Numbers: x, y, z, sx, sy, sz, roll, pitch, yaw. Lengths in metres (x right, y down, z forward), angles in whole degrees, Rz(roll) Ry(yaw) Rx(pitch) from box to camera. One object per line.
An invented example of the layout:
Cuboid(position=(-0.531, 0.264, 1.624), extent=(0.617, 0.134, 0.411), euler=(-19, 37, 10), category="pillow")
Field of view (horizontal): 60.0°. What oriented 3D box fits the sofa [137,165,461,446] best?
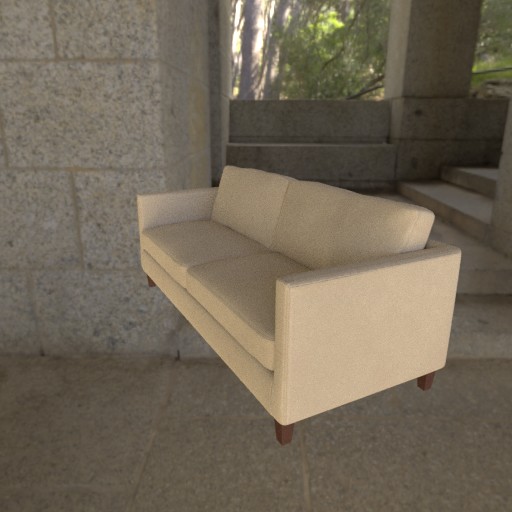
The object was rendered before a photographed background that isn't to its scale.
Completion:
Cuboid(position=(0.000, 0.000, 2.726), extent=(0.948, 0.932, 2.181), euler=(-9, 20, -27), category="sofa")
